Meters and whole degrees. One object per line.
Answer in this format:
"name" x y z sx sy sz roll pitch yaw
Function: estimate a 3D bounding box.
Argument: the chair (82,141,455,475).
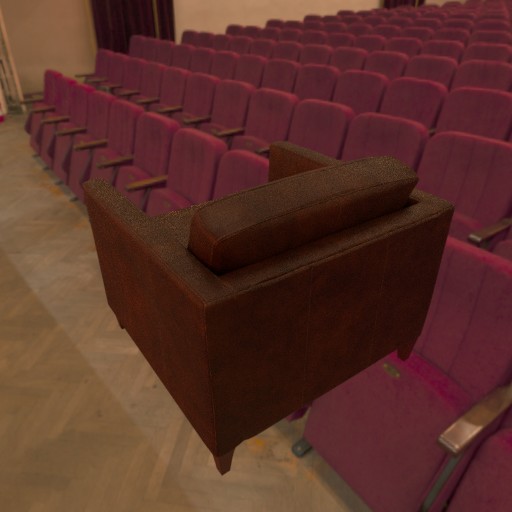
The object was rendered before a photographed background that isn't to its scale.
"chair" 0.000 0.000 1.739 0.990 0.864 0.975 -20 36 -30
